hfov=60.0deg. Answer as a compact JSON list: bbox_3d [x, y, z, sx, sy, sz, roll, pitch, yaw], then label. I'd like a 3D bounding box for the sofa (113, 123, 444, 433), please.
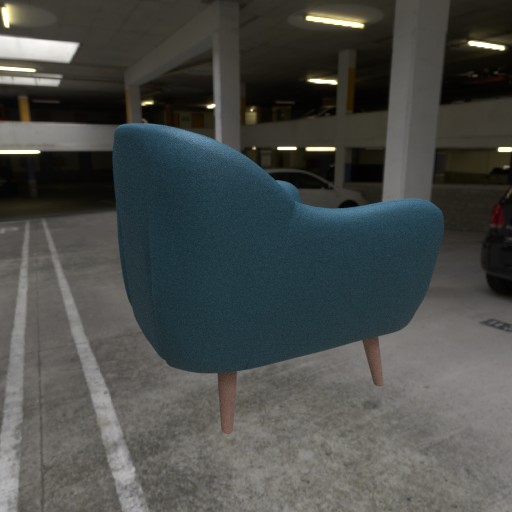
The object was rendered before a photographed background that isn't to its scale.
[{"bbox_3d":[0.000,0.000,1.461,0.825,0.817,0.836,-7,16,-26],"label":"sofa"}]
